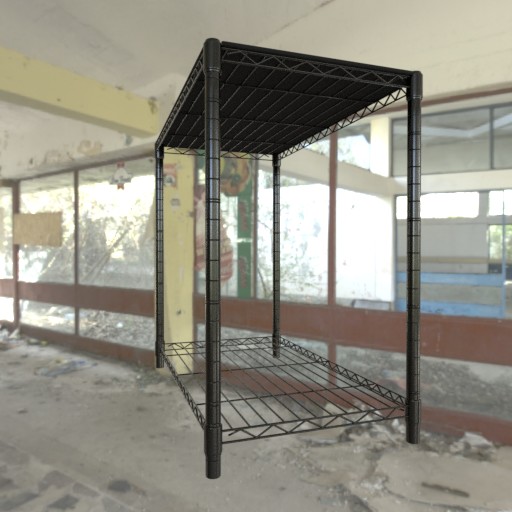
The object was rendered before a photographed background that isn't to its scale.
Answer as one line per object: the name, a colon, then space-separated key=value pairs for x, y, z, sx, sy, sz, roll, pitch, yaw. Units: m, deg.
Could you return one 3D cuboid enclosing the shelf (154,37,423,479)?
shelf: x=0.000 y=0.000 z=0.892 sx=0.338 sy=0.564 sz=0.589 roll=0 pitch=1 yaw=-19
